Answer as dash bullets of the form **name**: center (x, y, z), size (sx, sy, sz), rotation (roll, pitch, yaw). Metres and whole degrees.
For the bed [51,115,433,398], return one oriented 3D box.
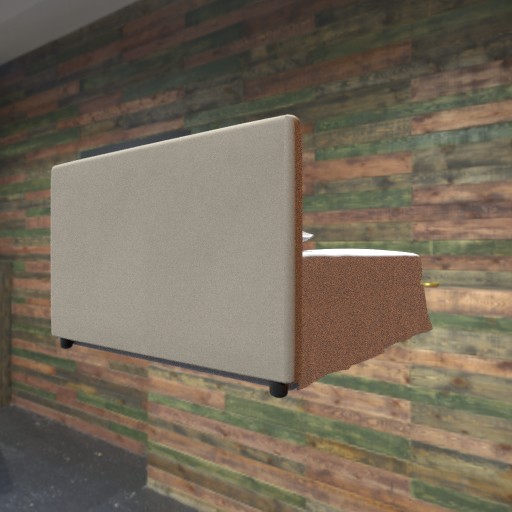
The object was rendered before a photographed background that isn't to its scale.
- **bed**: center (0.000, 0.000, 3.511), size (2.119, 1.317, 2.319), rotation (0, 0, 36)
